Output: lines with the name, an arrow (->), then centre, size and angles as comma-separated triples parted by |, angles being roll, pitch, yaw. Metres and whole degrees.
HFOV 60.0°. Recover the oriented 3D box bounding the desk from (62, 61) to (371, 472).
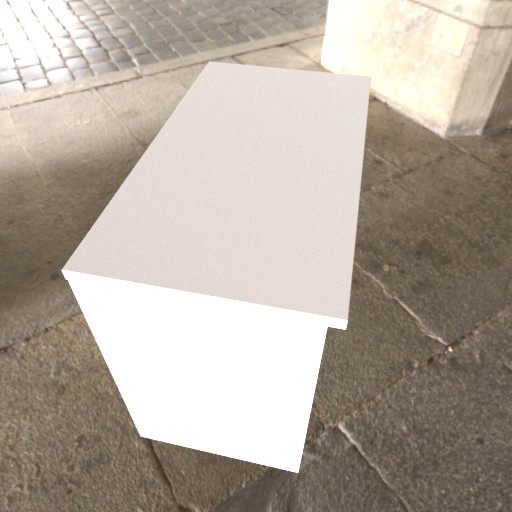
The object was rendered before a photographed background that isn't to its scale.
desk -> 0.000, 0.000, 1.305 | 0.498, 0.729, 0.900 | 9, 47, 9
